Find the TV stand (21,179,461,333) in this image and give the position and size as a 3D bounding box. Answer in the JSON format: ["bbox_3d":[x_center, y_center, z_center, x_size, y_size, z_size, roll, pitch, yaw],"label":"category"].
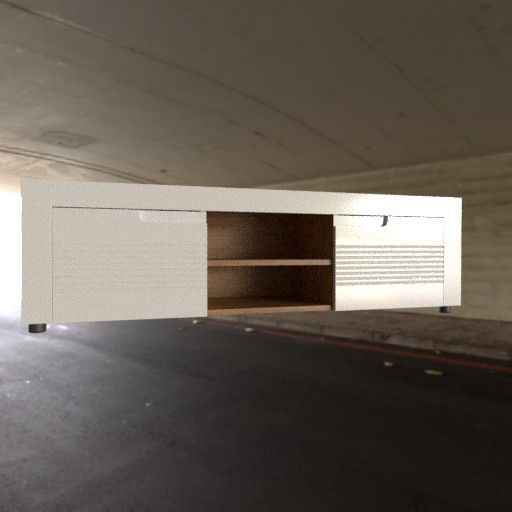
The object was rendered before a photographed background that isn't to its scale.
[{"bbox_3d":[0.000,0.000,1.656,1.500,0.440,0.410,0,1,-17],"label":"TV stand"}]
